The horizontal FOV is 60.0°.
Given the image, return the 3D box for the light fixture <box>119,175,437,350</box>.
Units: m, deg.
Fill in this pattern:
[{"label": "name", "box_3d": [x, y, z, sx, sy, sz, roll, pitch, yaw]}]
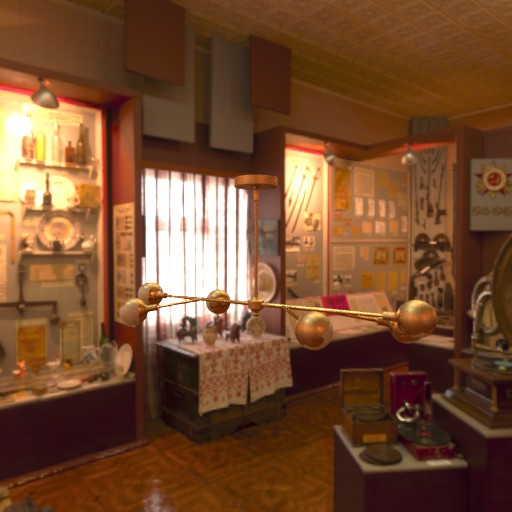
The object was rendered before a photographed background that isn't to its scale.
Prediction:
[{"label": "light fixture", "box_3d": [0.000, 0.000, 1.035, 0.434, 0.362, 0.778, -1, 1, -38]}]
